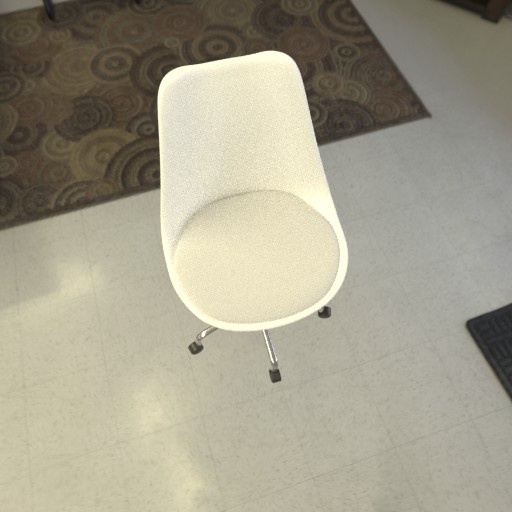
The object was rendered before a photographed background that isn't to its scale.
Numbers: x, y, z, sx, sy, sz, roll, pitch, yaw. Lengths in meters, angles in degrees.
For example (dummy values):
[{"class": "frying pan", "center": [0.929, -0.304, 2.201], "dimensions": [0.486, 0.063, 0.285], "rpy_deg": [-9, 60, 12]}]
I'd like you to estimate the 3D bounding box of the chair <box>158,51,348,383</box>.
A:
[{"class": "chair", "center": [0.000, 0.000, 1.280], "dimensions": [0.550, 0.930, 0.550], "rpy_deg": [-13, 63, -7]}]
